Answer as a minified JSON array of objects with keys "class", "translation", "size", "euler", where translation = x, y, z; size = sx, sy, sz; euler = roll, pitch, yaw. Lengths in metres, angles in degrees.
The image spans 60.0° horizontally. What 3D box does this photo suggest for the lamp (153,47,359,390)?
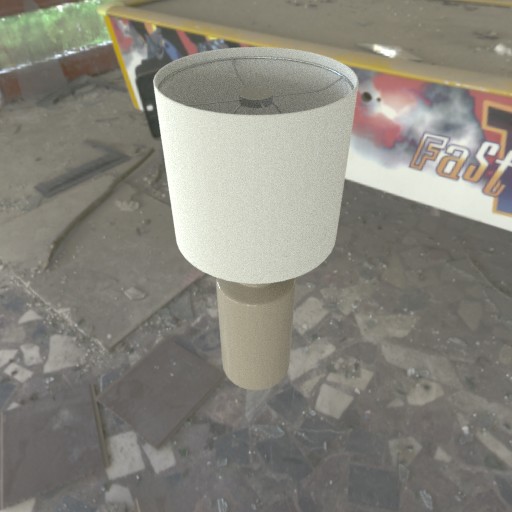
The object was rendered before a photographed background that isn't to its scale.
[{"class":"lamp","translation":[0.000,0.000,0.622],"size":[0.212,0.493,0.212],"euler":[-11,41,-13]}]
